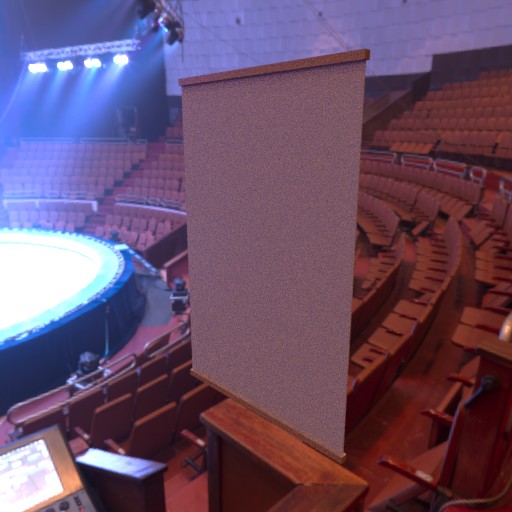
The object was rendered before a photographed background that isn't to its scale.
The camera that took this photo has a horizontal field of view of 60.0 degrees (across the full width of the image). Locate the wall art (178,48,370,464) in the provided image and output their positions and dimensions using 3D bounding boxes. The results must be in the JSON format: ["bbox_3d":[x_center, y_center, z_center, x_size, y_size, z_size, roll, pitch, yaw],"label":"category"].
[{"bbox_3d":[0.000,0.000,1.917,0.030,1.519,0.990,-14,20,-43],"label":"wall art"}]
